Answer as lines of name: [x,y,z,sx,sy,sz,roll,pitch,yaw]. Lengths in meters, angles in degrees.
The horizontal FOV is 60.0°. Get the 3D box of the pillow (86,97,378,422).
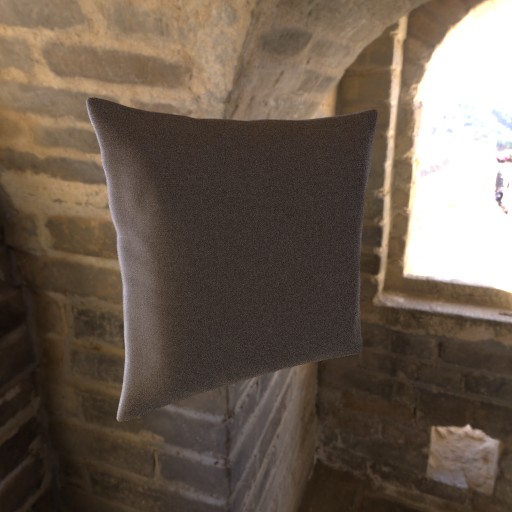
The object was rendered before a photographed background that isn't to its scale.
pillow: [0.000,0.000,0.785,0.523,0.510,0.166,-8,17,-27]
